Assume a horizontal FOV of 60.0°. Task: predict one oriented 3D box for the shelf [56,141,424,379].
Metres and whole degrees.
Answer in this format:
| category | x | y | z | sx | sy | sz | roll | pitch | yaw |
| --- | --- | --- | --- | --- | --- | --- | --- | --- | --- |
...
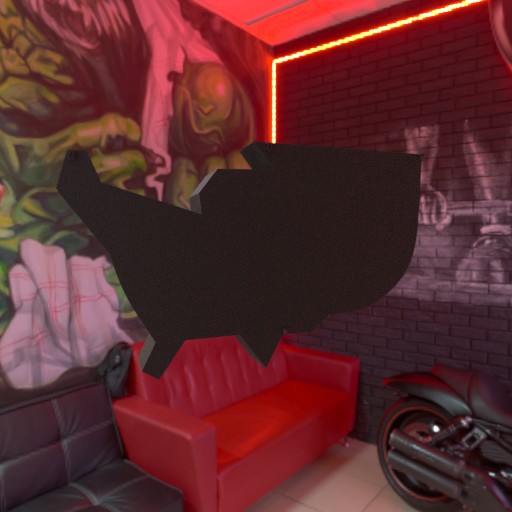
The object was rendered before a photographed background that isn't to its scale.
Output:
| category | x | y | z | sx | sy | sz | roll | pitch | yaw |
| --- | --- | --- | --- | --- | --- | --- | --- | --- | --- |
| shelf | 0.000 | 0.000 | 0.897 | 0.729 | 0.439 | 0.112 | -1 | 2 | -19 |
